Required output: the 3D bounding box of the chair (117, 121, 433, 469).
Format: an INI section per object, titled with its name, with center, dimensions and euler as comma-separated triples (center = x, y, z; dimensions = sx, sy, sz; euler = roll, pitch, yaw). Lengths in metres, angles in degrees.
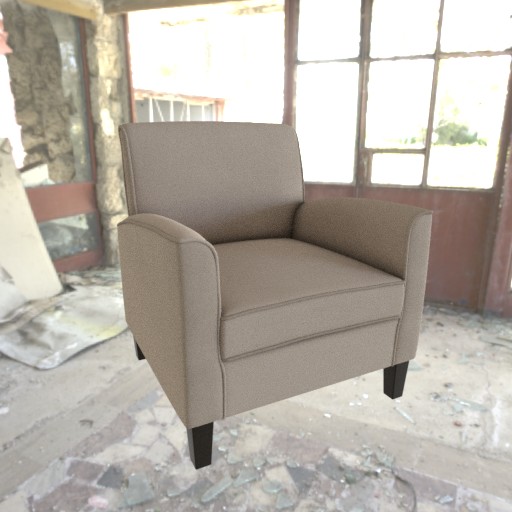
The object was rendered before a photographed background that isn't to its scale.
[chair]
center = 0.000, 0.000, 1.553
dimensions = 0.820, 0.915, 0.820
euler = -8, 18, -26
